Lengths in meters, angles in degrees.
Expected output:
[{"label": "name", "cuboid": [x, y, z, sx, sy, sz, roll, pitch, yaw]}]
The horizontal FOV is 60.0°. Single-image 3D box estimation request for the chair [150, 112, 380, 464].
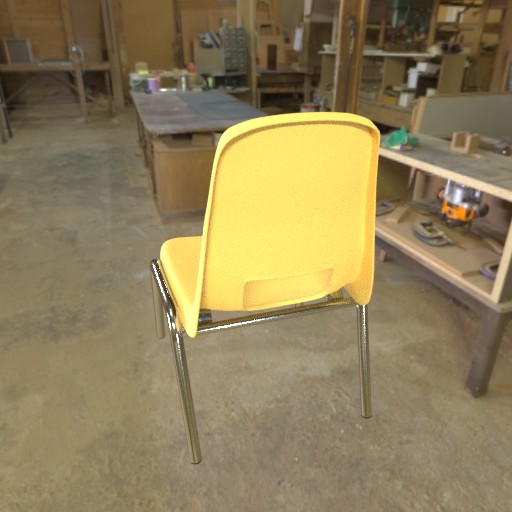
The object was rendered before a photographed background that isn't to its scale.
[{"label": "chair", "cuboid": [0.000, 0.000, 0.778, 0.354, 0.536, 0.385, -8, 28, -16]}]
